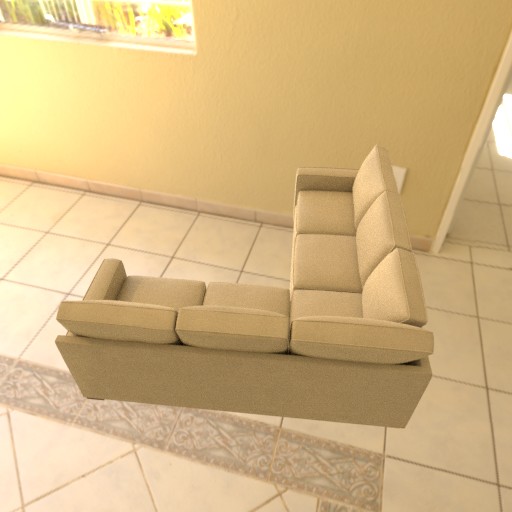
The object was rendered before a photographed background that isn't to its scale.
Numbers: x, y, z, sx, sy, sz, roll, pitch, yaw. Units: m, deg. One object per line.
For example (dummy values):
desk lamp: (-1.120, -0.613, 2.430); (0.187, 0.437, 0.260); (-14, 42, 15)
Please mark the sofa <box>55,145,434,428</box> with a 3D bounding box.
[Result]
sofa: (0.000, 0.000, 3.462); (2.189, 0.939, 2.182); (4, 44, 4)
